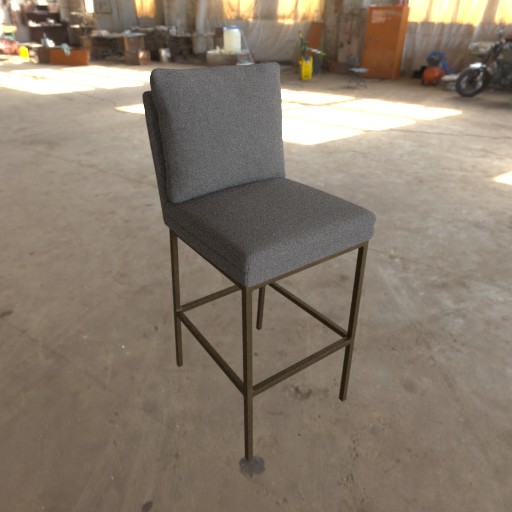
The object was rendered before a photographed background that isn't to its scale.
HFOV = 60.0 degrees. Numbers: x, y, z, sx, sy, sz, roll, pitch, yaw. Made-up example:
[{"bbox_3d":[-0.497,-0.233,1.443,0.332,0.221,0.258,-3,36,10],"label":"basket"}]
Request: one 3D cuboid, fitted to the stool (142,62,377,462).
[{"bbox_3d":[0.000,0.000,1.448,0.463,1.132,0.569,-20,35,-30],"label":"stool"}]
